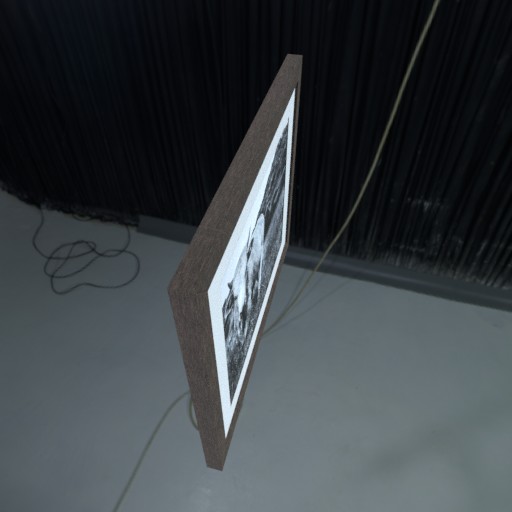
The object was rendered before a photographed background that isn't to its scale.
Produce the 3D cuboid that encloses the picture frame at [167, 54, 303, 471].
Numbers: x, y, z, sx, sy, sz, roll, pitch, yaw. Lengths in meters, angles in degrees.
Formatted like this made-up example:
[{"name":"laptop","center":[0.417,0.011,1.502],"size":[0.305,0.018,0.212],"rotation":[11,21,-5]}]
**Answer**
[{"name":"picture frame","center":[0.000,0.000,0.745],"size":[0.026,0.455,0.546],"rotation":[10,47,10]}]
